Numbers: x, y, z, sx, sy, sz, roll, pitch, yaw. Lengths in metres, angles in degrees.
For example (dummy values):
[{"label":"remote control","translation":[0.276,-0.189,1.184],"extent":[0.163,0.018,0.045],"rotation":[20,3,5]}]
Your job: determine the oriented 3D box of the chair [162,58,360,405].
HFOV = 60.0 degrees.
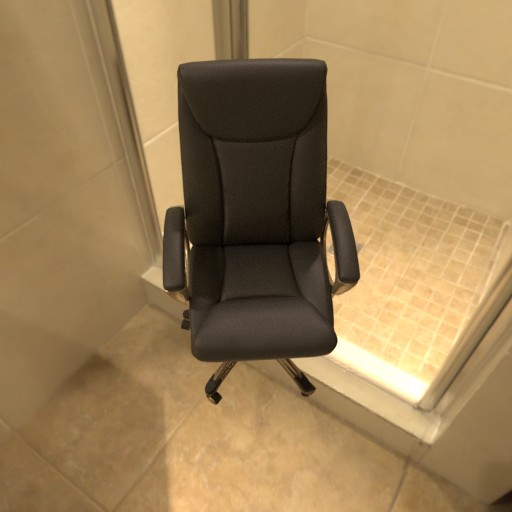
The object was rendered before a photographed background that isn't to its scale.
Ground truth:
[{"label":"chair","translation":[0.000,0.000,1.621],"extent":[0.694,1.188,0.748],"rotation":[-3,47,-2]}]
